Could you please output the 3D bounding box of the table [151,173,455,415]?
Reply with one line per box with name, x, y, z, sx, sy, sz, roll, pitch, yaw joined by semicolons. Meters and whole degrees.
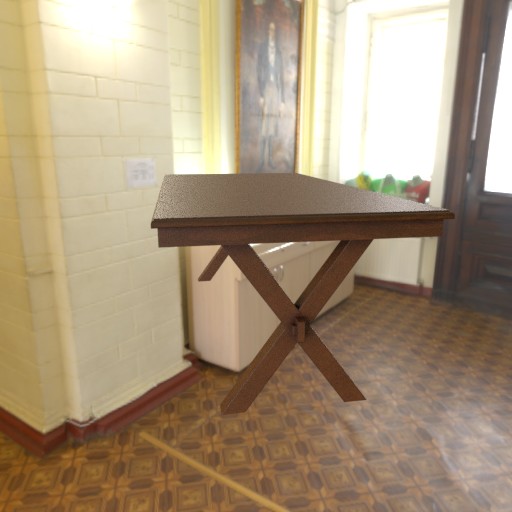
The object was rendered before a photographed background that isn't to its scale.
table;0.000;0.000;1.462;0.594;0.459;1.197;-3;14;-10
